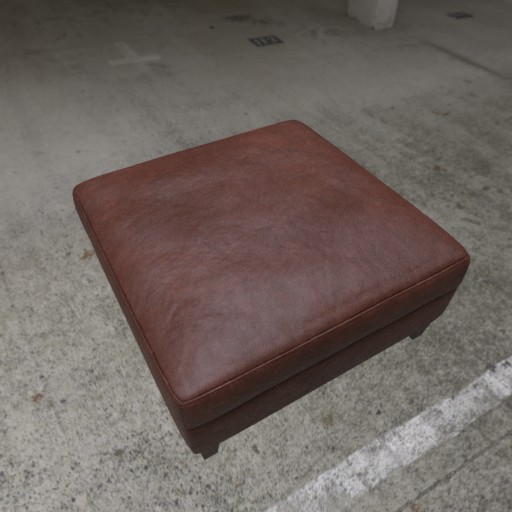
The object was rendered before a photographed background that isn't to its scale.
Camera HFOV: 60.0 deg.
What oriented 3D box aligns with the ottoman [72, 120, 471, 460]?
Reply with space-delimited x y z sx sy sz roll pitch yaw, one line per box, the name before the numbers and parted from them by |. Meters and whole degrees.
ottoman | 0.000 0.000 1.329 0.836 0.415 0.844 -23 50 -21
